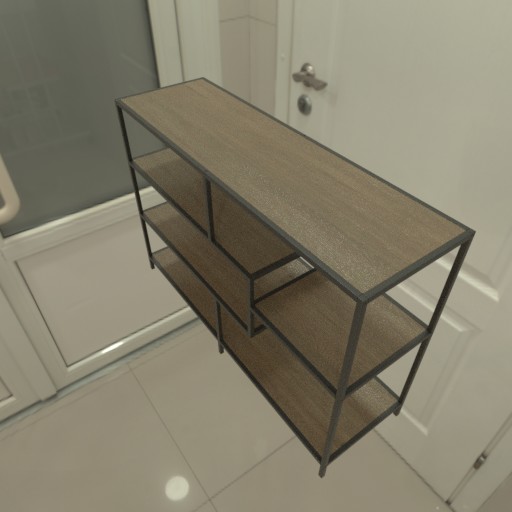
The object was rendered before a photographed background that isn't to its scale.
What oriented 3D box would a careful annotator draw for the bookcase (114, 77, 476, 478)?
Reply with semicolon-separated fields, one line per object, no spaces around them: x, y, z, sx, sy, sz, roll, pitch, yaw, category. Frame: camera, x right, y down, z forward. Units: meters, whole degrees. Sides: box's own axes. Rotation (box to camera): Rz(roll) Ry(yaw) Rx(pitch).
0.000;0.000;1.485;0.350;0.780;1.140;-26;48;-26;bookcase
